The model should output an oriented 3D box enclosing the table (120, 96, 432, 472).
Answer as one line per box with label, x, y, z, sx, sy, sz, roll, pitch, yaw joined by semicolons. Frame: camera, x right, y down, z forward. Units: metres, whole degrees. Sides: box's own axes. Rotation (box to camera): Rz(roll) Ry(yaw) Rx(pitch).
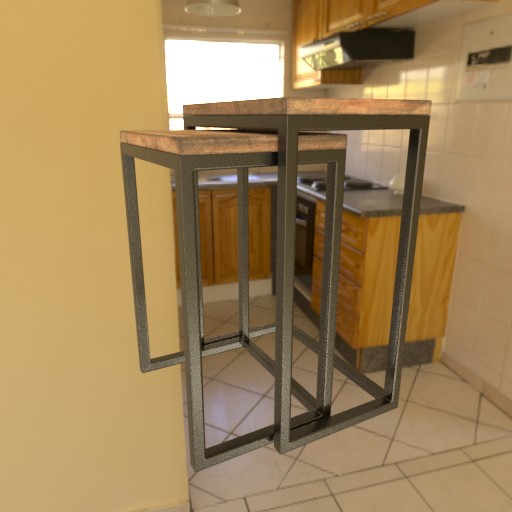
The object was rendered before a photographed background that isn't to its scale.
table;0.000;0.000;0.937;0.460;0.615;0.456;-8;19;-25
